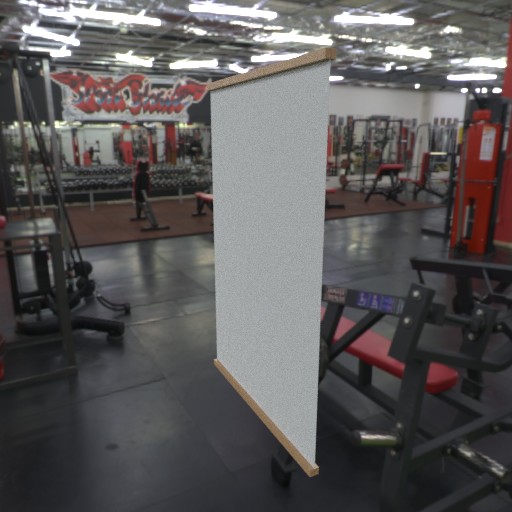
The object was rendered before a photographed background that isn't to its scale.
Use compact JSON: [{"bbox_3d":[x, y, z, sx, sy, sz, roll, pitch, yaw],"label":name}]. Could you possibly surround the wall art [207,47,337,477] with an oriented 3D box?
[{"bbox_3d":[0.000,0.000,0.655,0.013,0.510,0.335,-7,16,-26],"label":"wall art"}]
